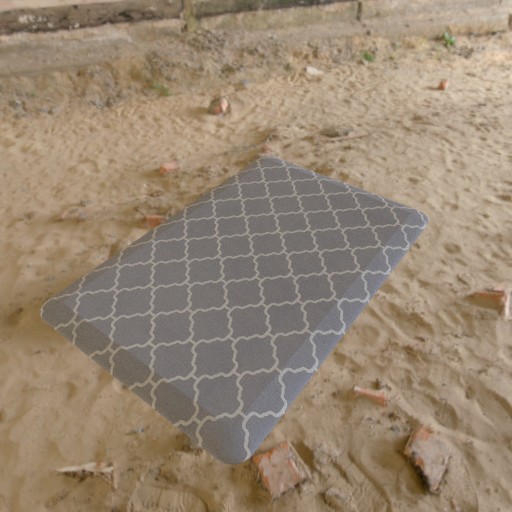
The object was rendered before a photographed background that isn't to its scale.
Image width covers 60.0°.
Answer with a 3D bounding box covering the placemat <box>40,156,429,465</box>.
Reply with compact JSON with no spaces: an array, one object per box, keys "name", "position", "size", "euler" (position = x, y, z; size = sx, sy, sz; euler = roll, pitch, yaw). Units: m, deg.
[{"name":"placemat","position":[0.000,0.000,0.962],"size":[0.508,0.021,0.762],"euler":[27,48,27]}]
